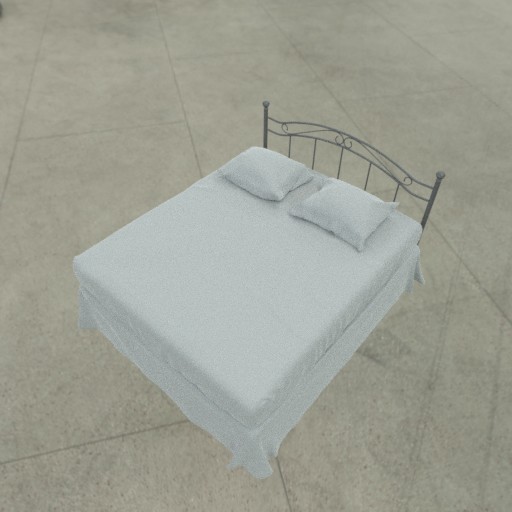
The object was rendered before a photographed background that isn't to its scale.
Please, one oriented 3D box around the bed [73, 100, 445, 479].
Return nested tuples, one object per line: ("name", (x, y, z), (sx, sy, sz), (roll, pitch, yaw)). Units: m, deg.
("bed", (0.000, 0.000, 3.244), (1.936, 1.080, 2.215), (32, 54, 27))
